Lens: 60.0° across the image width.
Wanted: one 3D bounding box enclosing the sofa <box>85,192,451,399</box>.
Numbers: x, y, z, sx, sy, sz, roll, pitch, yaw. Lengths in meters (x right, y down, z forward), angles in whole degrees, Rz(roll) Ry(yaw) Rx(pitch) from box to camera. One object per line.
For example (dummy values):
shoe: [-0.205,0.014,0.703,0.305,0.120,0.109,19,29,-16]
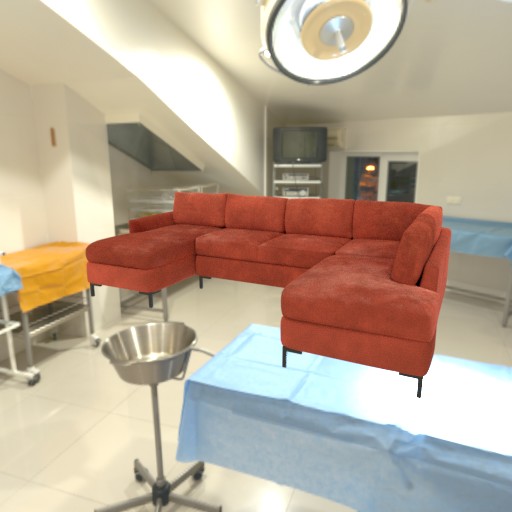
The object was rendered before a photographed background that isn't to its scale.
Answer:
sofa: [0.000,0.000,3.729,2.971,0.858,1.981,7,15,26]
